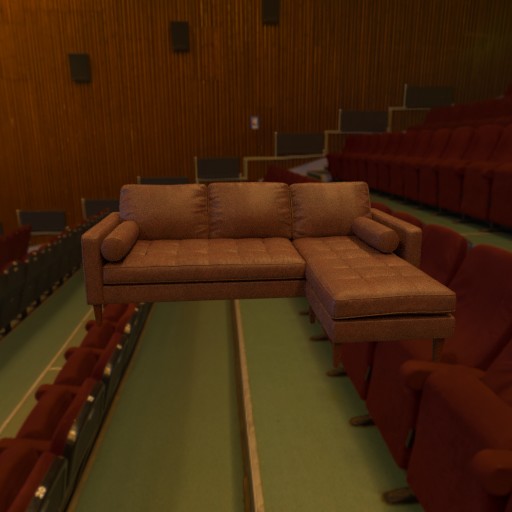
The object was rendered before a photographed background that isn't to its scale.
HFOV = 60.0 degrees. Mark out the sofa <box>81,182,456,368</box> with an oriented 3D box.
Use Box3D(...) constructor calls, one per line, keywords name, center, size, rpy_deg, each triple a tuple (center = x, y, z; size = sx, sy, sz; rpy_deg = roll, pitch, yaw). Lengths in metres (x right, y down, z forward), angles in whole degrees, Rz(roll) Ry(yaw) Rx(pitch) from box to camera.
Box3D(name="sofa", center=(0.000, 0.000, 2.923), size=(2.185, 0.841, 1.613), rpy_deg=(-1, 15, -5))
